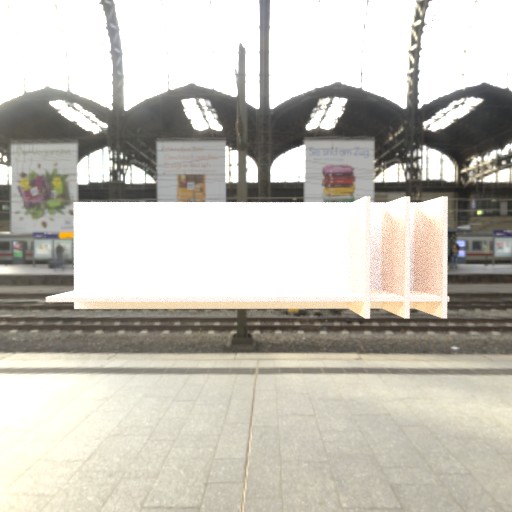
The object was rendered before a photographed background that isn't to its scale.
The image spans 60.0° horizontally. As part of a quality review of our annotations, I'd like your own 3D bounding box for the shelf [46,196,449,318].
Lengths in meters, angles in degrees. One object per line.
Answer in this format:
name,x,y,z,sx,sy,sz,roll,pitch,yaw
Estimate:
shelf,0.000,0.000,1.162,1.020,0.300,0.200,0,1,-1
